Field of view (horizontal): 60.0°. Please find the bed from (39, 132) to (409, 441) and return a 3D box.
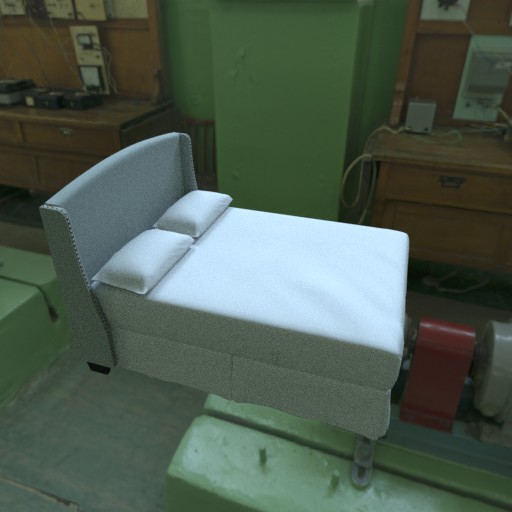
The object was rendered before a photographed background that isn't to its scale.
[{"bbox_3d":[0.000,0.000,3.359,2.237,1.407,1.710,10,32,16],"label":"bed"}]
